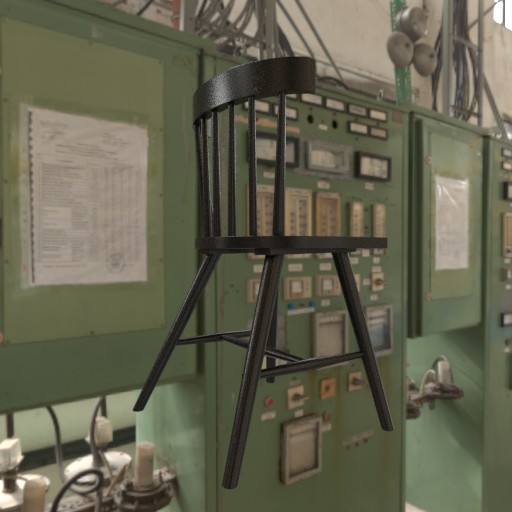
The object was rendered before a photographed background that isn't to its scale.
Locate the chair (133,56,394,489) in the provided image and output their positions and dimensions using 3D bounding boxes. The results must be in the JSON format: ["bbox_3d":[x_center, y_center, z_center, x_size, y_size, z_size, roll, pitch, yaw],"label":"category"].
[{"bbox_3d":[0.000,0.000,1.142,0.483,0.844,0.506,0,1,-35],"label":"chair"}]
